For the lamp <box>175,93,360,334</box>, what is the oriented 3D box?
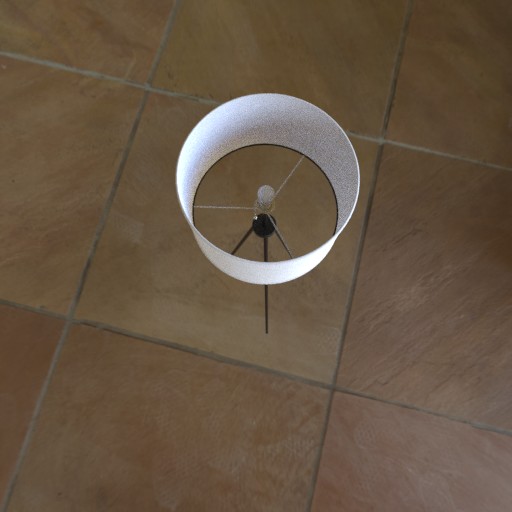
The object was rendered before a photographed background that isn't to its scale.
[{"bbox_3d":[0.000,0.000,1.730,0.458,1.545,0.448,17,77,4],"label":"lamp"}]
